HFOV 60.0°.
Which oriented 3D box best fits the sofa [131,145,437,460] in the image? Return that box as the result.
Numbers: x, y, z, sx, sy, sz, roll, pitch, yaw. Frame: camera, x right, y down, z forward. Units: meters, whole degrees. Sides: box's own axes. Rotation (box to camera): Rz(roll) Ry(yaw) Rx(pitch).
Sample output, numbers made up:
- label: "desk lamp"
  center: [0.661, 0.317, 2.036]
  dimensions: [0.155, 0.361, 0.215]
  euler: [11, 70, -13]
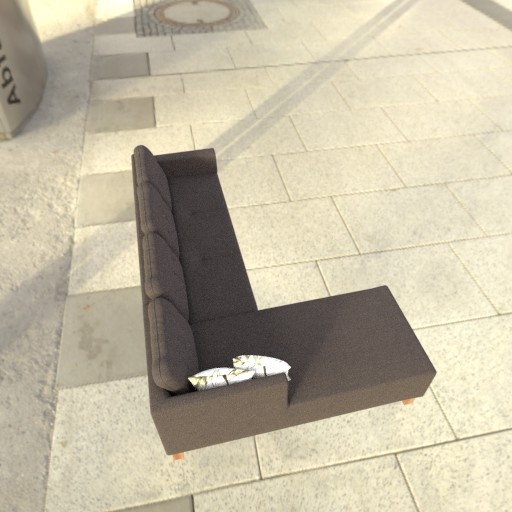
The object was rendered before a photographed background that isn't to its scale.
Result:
- label: "sofa"
  center: [0.000, 0.000, 3.656]
  dimensions: [1.829, 0.932, 2.679]
  euler: [-10, 47, -9]
